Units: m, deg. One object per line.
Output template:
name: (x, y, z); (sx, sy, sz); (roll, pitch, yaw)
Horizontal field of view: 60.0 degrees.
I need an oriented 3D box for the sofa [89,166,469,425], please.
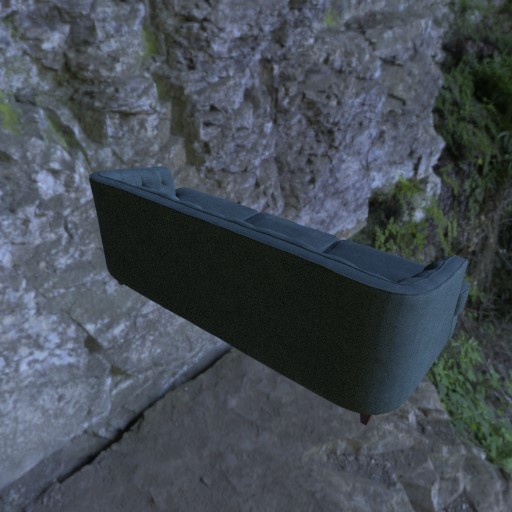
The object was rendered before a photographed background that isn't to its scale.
sofa: (0.000, 0.000, 2.721); (2.278, 0.855, 0.941); (22, 36, 33)
